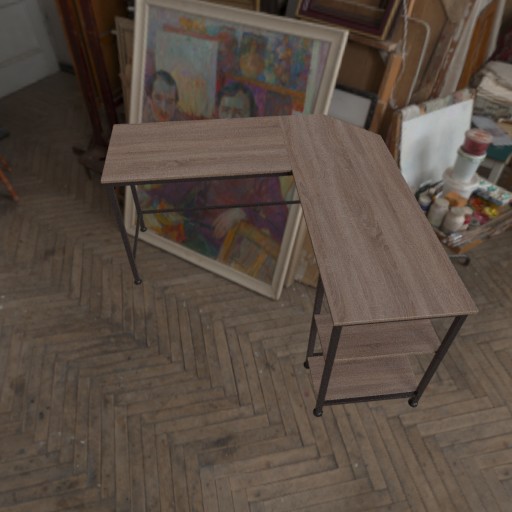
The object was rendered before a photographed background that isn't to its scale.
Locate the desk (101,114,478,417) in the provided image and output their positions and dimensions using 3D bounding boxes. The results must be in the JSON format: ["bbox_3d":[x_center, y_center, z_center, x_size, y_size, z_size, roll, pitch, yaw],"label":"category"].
[{"bbox_3d":[0.000,0.000,2.199,1.379,0.739,1.379,-4,46,-4],"label":"desk"}]
